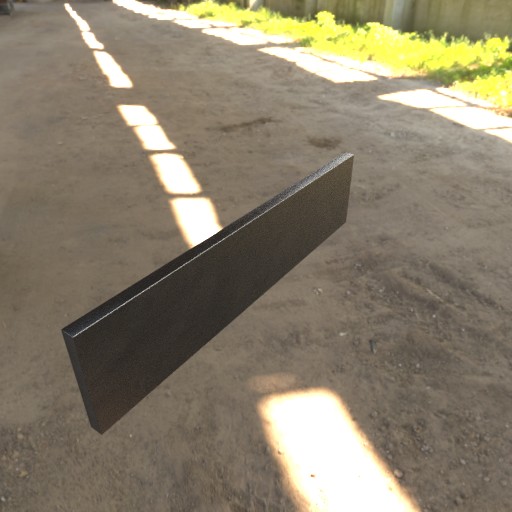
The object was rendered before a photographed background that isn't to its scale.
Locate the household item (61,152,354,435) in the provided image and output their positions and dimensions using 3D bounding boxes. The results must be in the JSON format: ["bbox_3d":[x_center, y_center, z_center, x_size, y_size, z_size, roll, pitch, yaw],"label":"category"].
[{"bbox_3d":[0.000,0.000,1.086,0.030,0.236,1.001,21,38,29],"label":"household item"}]
